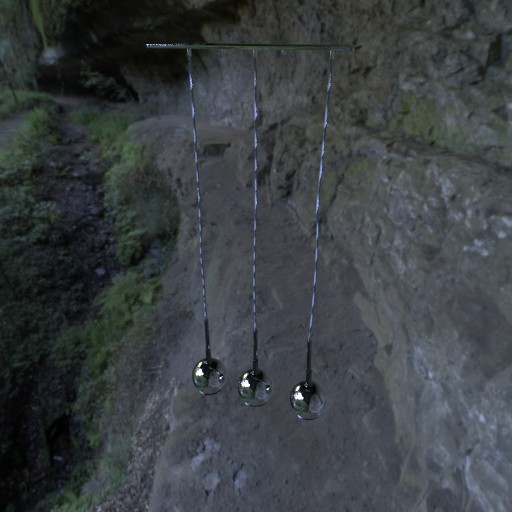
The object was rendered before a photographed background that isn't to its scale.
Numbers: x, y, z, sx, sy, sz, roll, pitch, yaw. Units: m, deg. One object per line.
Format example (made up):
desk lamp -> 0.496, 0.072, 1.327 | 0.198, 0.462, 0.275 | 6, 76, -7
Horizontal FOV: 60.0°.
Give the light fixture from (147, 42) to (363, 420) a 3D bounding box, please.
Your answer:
light fixture -> 0.000, 0.000, 1.636 | 0.623, 1.408, 0.188 | 9, 29, 16
